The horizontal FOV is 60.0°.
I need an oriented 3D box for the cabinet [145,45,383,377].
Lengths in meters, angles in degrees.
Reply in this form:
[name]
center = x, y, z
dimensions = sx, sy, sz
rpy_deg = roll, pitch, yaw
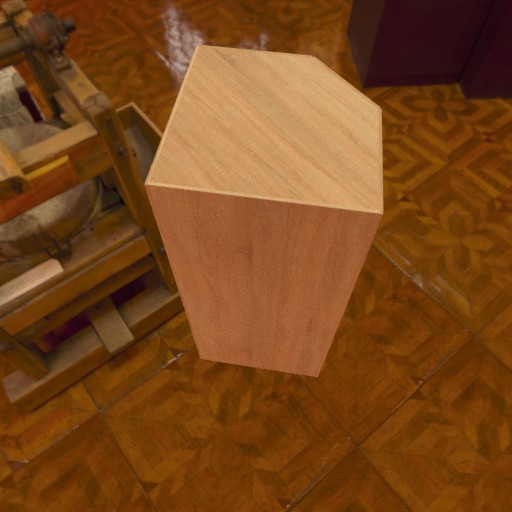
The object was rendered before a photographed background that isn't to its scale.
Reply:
[cabinet]
center = 0.000, 0.000, 2.830
dimensions = 1.094, 2.120, 1.327
rpy_deg = -32, 63, -18
